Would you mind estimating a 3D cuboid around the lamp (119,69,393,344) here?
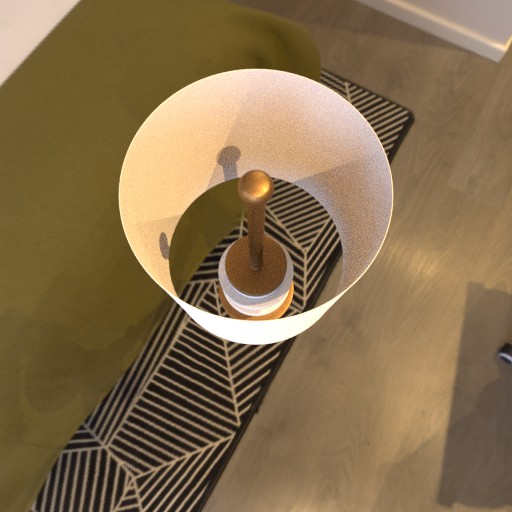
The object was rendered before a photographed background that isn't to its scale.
[{"bbox_3d":[0.000,0.000,0.532,0.210,0.410,0.210,-1,74,0],"label":"lamp"}]
